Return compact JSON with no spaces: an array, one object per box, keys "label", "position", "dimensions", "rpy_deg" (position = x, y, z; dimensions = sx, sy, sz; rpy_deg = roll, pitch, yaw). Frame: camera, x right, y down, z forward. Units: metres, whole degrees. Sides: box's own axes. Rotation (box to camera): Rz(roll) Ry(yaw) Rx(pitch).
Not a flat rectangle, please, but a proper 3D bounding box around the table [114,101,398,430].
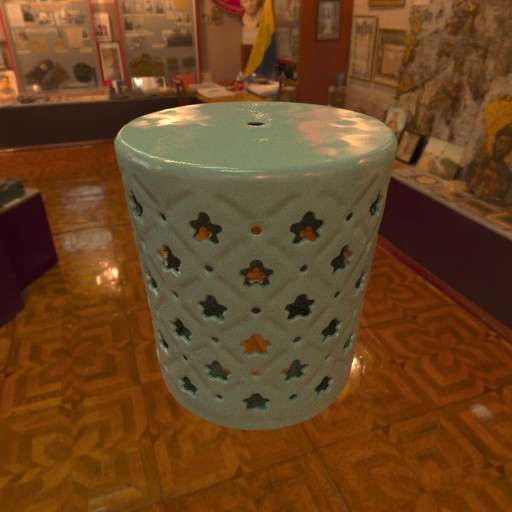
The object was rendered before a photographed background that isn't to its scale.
[{"label":"table","position":[0.000,0.000,0.658],"dimensions":[0.352,0.387,0.352],"rpy_deg":[0,29,0]}]
